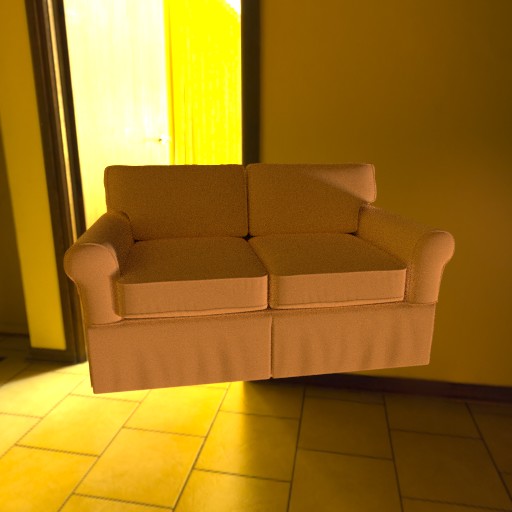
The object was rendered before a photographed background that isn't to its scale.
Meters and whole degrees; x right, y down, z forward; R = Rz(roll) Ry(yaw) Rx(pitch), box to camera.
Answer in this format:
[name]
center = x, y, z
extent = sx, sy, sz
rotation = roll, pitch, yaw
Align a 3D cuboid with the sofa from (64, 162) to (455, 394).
[sofa]
center = 0.000, 0.000, 2.381
extent = 1.727, 0.940, 0.991
rotation = -3, 15, -9
